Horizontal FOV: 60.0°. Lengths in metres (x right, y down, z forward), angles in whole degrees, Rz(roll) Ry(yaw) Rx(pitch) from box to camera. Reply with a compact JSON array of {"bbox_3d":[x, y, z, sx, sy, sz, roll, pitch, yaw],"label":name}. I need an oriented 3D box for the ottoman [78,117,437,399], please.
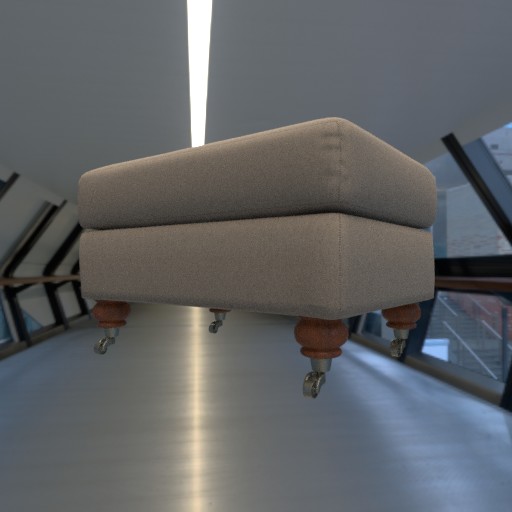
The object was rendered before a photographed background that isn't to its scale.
[{"bbox_3d":[0.000,0.000,1.131,0.773,0.497,0.574,-1,-1,37],"label":"ottoman"}]
